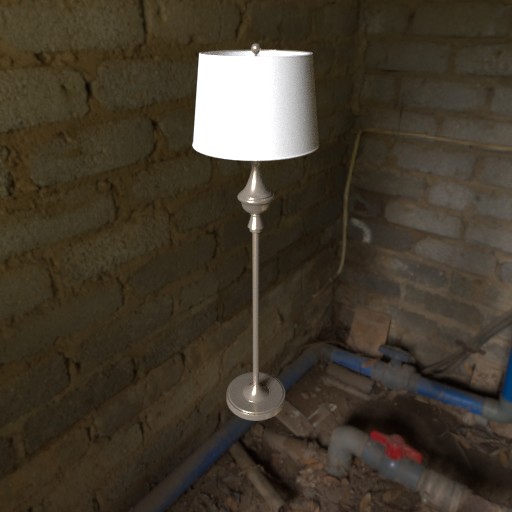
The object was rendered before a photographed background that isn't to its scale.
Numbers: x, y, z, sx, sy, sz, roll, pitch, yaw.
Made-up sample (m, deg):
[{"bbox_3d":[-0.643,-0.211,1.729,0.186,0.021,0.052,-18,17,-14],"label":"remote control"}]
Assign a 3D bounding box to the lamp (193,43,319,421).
[{"bbox_3d":[0.000,0.000,1.719,0.431,1.488,0.431,0,28,0],"label":"lamp"}]
